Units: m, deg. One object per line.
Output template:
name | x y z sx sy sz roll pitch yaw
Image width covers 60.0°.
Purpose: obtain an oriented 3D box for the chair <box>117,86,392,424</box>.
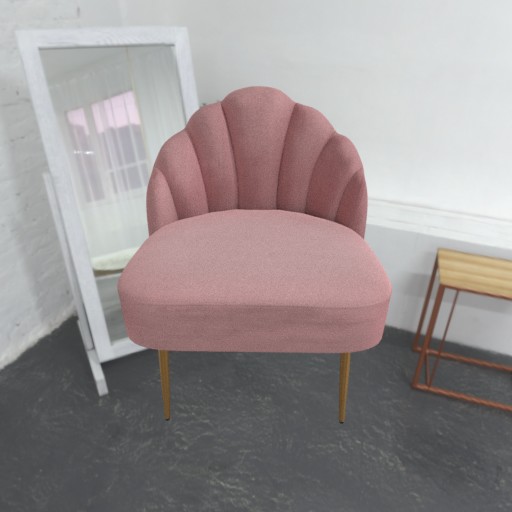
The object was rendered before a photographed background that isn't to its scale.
chair | 0.000 0.000 1.263 0.657 0.819 0.599 1 31 1
